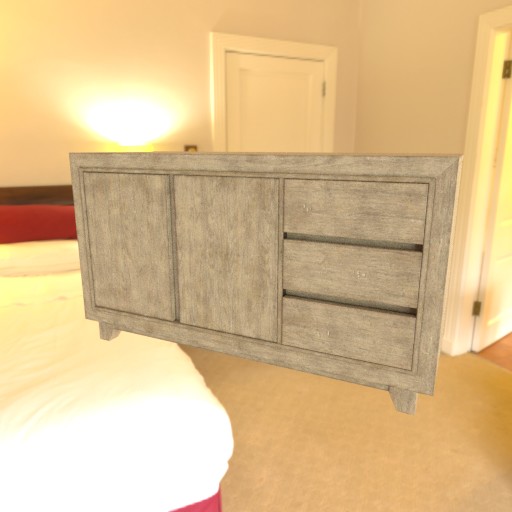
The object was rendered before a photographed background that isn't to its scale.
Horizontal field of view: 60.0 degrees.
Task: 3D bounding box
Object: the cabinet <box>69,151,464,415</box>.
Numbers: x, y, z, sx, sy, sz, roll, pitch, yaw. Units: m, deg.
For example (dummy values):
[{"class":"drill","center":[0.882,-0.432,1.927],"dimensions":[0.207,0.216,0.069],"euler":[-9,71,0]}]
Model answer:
[{"class":"cabinet","center":[0.000,0.000,1.823],"dimensions":[1.460,0.825,0.511],"euler":[7,16,25]}]
